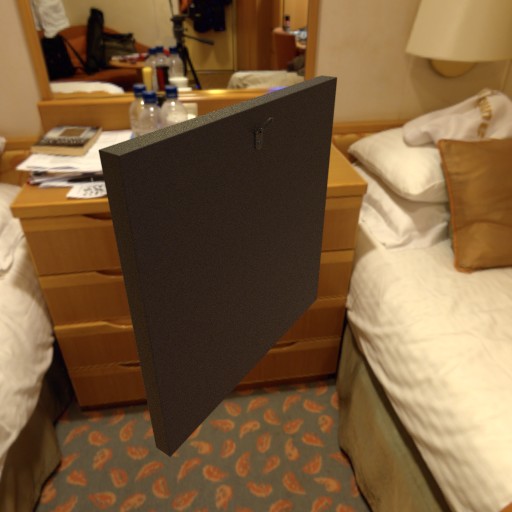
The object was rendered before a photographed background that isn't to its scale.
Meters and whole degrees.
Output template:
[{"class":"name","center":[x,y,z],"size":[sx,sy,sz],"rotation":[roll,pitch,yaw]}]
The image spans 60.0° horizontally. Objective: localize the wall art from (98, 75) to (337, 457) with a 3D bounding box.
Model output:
[{"class":"wall art","center":[0.000,0.000,0.526],"size":[0.038,0.349,0.349],"rotation":[20,37,29]}]
